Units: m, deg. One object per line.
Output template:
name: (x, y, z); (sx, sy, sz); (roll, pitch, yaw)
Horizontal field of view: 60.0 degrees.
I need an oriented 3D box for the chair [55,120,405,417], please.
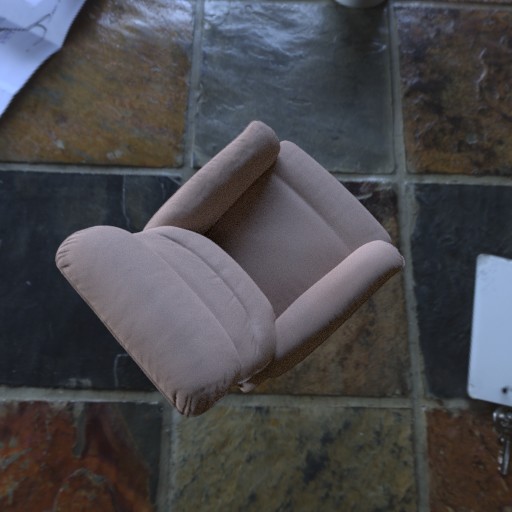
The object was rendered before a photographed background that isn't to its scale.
chair: (0.000, 0.000, 1.697); (1.004, 1.037, 0.820); (-42, 79, -10)
